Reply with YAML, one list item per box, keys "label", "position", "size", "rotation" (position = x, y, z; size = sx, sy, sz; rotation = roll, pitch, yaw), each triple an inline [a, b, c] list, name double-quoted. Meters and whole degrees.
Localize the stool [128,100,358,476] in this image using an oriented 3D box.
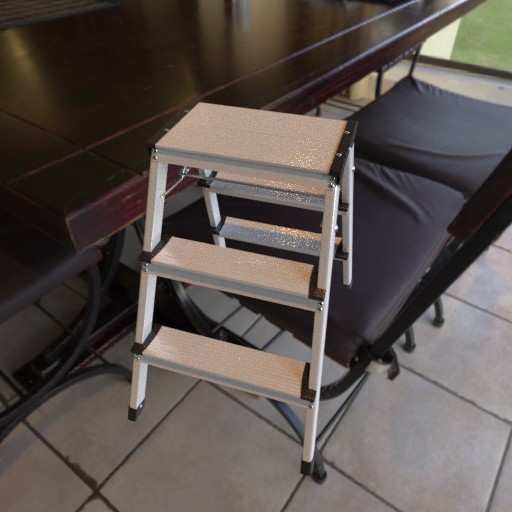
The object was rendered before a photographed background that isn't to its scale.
- label: "stool"
  position: [0.000, 0.000, 1.009]
  size: [0.437, 0.605, 0.622]
  rotation: [12, 42, 13]
